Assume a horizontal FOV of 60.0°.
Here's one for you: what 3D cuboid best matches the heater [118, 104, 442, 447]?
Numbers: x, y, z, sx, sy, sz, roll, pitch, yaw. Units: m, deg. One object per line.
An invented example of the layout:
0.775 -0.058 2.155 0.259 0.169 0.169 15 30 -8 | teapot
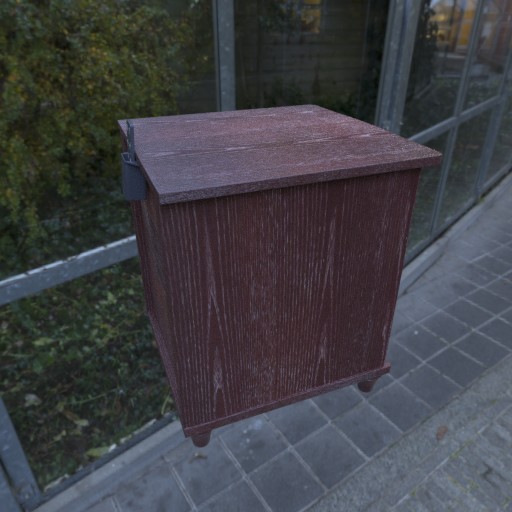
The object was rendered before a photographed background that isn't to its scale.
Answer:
0.000 0.000 0.759 0.400 0.481 0.362 -11 31 -19 | heater
